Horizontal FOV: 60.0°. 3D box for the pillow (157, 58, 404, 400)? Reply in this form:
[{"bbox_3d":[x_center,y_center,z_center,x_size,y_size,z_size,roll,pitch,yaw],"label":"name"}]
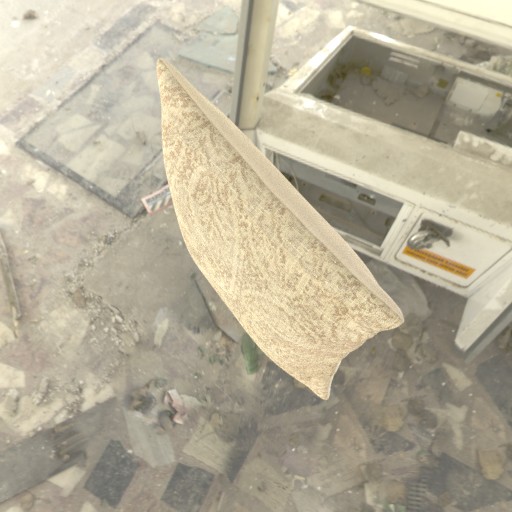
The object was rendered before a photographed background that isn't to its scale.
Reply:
[{"bbox_3d":[0.000,0.000,0.799,0.166,0.510,0.523,-33,68,-15],"label":"pillow"}]
